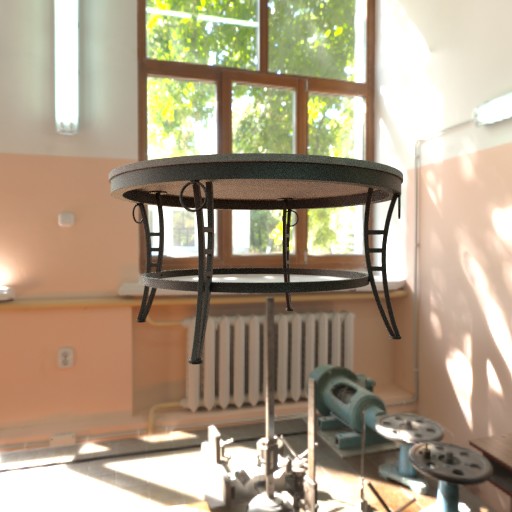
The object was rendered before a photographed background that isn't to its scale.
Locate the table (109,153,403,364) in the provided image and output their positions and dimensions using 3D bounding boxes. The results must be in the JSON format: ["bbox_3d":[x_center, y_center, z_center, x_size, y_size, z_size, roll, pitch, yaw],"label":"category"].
[{"bbox_3d":[0.000,0.000,1.414,0.889,0.470,0.889,0,1,0],"label":"table"}]
